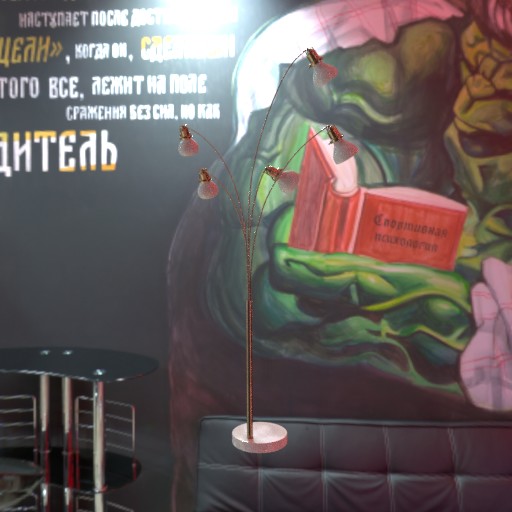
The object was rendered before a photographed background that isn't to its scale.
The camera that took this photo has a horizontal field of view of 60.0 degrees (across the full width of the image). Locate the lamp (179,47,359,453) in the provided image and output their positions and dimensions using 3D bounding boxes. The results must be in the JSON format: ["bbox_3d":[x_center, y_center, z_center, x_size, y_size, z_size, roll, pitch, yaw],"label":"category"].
[{"bbox_3d":[0.000,0.000,2.924,1.405,2.423,0.361,0,0,37],"label":"lamp"}]
